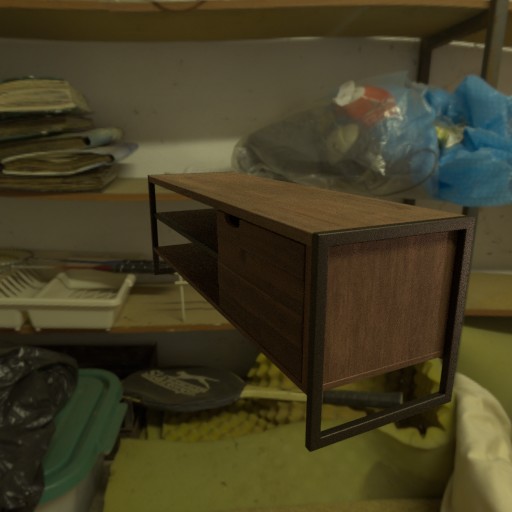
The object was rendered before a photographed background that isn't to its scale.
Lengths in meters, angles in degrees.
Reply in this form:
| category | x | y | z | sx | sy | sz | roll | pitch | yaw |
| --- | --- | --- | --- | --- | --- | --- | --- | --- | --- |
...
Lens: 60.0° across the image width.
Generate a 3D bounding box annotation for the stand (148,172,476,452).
| category | x | y | z | sx | sy | sz | roll | pitch | yaw |
| --- | --- | --- | --- | --- | --- | --- | --- | --- | --- |
| stand | 0.000 | 0.000 | 1.674 | 0.454 | 0.506 | 1.480 | -7 | 17 | -25 |
